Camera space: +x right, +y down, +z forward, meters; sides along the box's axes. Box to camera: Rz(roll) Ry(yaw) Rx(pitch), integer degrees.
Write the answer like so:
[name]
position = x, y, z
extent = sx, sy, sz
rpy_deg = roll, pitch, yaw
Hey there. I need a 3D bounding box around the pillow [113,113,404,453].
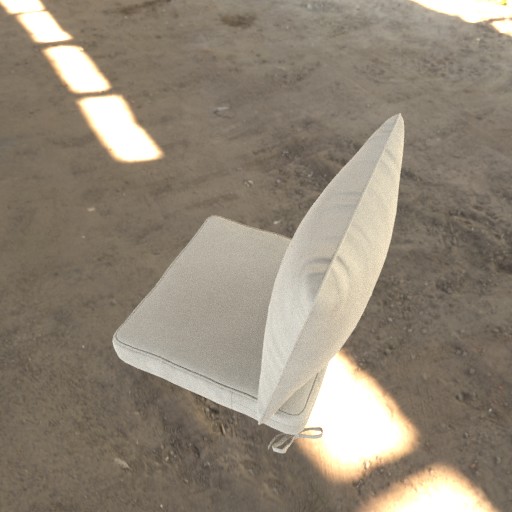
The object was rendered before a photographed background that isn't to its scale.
[pillow]
position = 0.000, 0.000, 1.353
extent = 0.733, 0.716, 0.798
rpy_deg = 18, 48, 17
